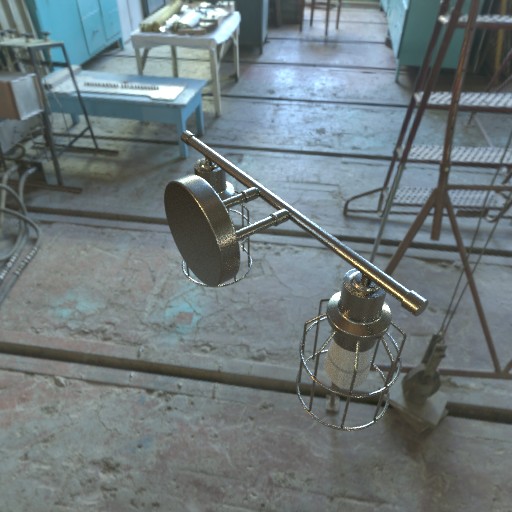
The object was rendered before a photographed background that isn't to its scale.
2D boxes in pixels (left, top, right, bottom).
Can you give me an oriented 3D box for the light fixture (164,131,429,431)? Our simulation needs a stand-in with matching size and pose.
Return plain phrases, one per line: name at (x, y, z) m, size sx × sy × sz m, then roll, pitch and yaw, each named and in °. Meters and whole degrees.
light fixture at (0.000, 0.000, 0.535) m, size 0.165 × 0.254 × 0.406 m, roll -26°, pitch 47°, yaw -27°
